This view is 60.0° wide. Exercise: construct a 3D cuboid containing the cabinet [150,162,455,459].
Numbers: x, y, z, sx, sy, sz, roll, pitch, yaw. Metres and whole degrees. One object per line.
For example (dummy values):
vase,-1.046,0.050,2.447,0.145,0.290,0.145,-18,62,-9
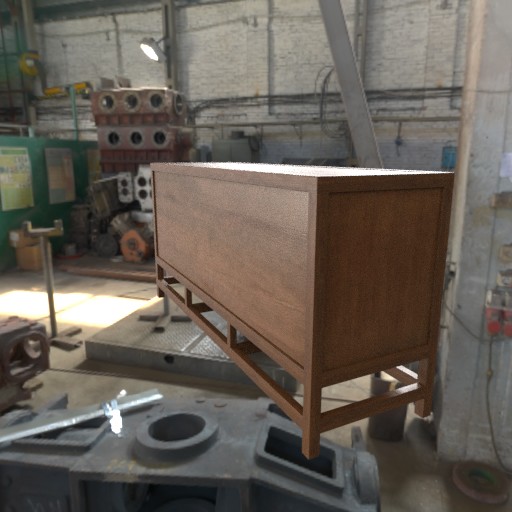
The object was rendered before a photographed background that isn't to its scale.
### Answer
cabinet,0.000,0.000,2.063,0.522,0.820,1.708,-7,15,-26
